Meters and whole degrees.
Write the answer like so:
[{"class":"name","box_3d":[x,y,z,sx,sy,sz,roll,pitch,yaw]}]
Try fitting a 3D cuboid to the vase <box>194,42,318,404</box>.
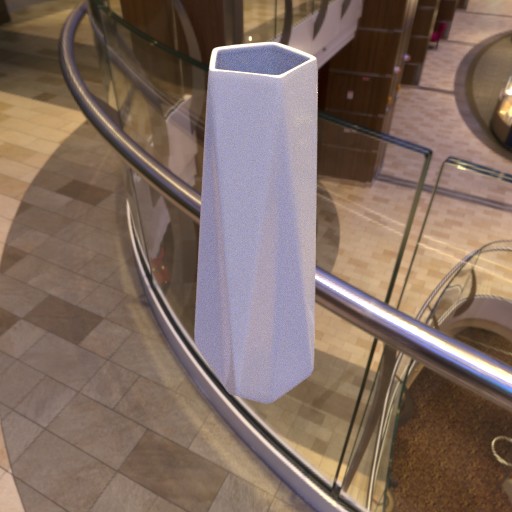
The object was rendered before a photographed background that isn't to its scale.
[{"class":"vase","box_3d":[0.000,0.000,0.382,0.122,0.329,0.116,-13,42,-14]}]
